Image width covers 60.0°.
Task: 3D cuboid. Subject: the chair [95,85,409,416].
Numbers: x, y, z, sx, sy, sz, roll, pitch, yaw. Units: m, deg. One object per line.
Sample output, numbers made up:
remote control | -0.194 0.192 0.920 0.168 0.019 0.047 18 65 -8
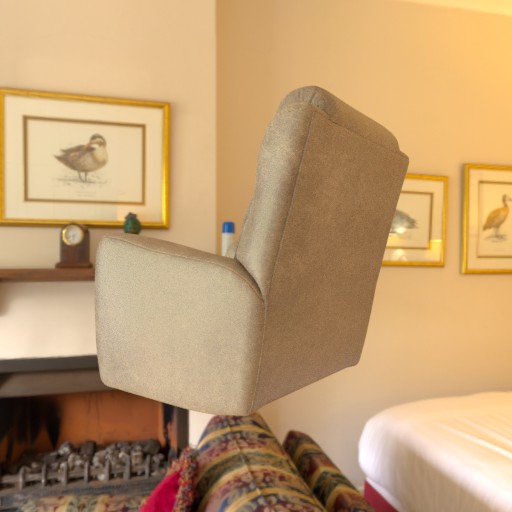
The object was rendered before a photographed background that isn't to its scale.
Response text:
chair | 0.000 0.000 1.930 1.068 1.116 0.965 0 0 37
